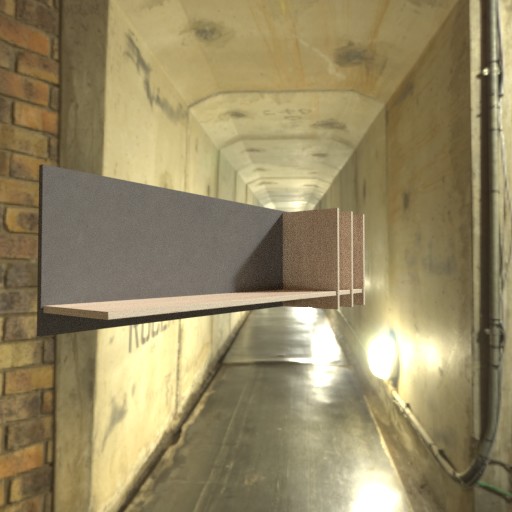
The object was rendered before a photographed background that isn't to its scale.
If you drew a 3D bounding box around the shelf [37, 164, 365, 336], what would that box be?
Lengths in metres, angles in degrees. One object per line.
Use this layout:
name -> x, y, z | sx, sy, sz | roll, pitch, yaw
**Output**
shelf -> 0.000, 0.000, 1.128 | 0.200, 0.300, 1.020 | -1, -2, 36
